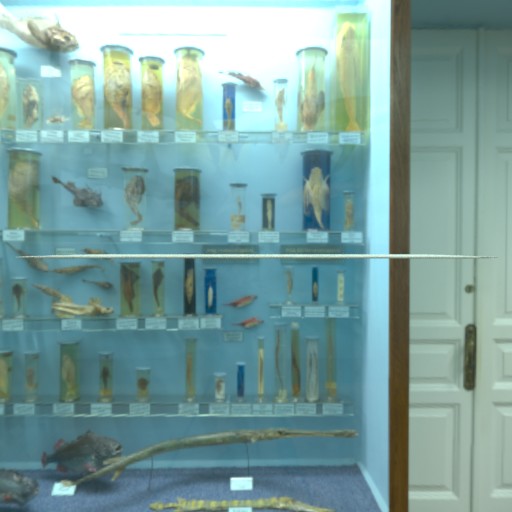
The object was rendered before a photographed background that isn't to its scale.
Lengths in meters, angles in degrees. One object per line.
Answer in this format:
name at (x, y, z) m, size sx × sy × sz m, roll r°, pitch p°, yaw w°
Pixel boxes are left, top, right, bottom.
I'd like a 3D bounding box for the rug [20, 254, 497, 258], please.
rug at (0.000, 0.000, 2.619) m, size 2.449 × 0.011 × 0.774 m, roll 0°, pitch 1°, yaw 1°
